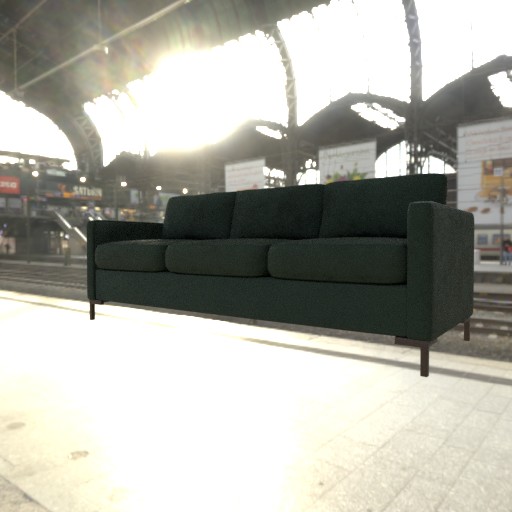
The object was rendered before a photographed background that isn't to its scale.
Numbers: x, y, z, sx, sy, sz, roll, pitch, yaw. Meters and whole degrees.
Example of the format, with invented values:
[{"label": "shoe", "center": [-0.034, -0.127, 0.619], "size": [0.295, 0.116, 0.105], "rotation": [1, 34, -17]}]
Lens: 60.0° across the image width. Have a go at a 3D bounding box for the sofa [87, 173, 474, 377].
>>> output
[{"label": "sofa", "center": [0.000, 0.000, 2.627], "size": [2.218, 0.870, 0.859], "rotation": [1, 2, 36]}]
